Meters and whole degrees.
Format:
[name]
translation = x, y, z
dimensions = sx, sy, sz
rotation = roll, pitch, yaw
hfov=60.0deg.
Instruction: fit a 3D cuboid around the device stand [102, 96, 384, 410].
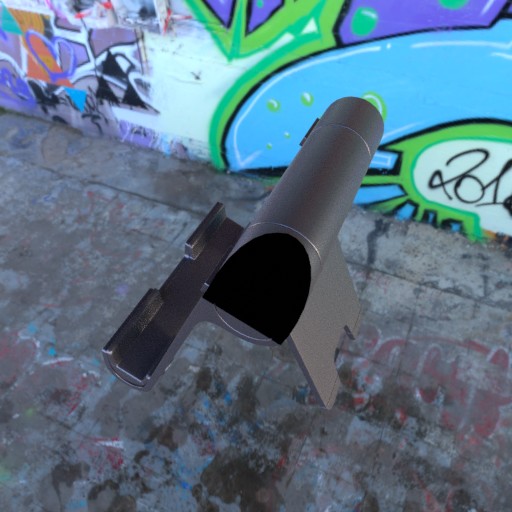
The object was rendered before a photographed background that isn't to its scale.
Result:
[device stand]
translation = 0.000, 0.000, 0.152
dimensions = 0.079, 0.084, 0.088
rotation = 18, 49, 16
